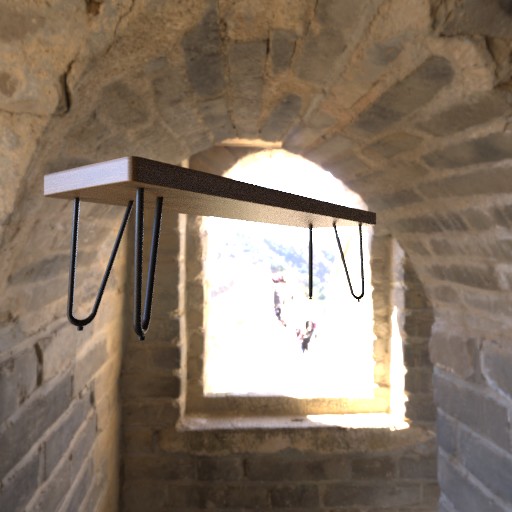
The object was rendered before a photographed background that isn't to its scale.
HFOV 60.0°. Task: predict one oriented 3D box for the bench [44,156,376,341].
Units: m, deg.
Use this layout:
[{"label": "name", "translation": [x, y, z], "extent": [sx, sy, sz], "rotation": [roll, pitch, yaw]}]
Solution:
[{"label": "bench", "translation": [0.000, 0.000, 1.810], "extent": [0.425, 0.462, 1.570], "rotation": [-1, -1, 37]}]
